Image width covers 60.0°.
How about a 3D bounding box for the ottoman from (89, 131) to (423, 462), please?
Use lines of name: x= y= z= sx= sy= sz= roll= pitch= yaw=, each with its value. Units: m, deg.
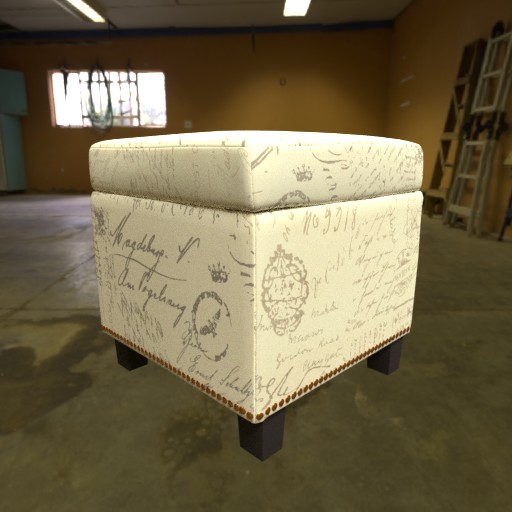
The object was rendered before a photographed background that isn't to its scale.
ottoman: x=0.000 y=0.000 z=0.848 sx=0.449 sy=0.457 sz=0.450 roll=-13 pitch=19 yaw=-43
